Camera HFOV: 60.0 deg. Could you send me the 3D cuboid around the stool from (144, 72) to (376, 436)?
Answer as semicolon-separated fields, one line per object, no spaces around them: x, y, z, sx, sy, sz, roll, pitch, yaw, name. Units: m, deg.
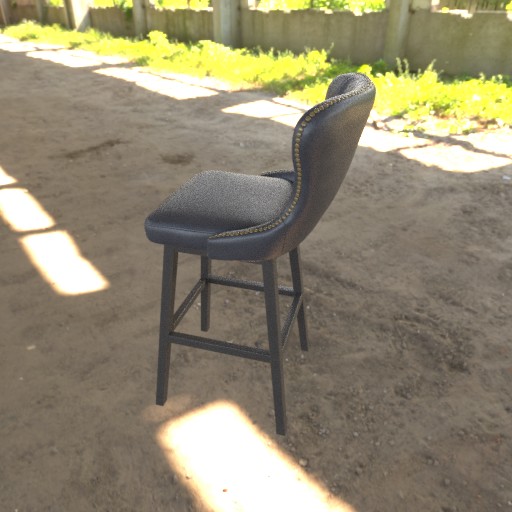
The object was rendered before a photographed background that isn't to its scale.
0.000;0.000;1.390;0.601;1.050;0.528;8;31;14;stool
